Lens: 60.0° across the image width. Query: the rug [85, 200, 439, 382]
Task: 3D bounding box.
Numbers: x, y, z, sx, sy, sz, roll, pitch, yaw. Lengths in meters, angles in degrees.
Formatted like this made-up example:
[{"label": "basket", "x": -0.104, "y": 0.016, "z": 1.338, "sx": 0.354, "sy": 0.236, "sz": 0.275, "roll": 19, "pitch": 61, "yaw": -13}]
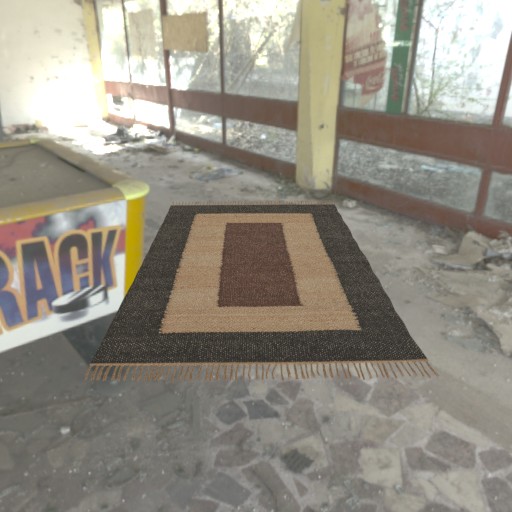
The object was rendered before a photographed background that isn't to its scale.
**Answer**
[{"label": "rug", "x": 0.000, "y": 0.000, "z": 1.831, "sx": 0.920, "sy": 0.013, "sz": 1.541, "roll": 0, "pitch": 24, "yaw": -1}]
